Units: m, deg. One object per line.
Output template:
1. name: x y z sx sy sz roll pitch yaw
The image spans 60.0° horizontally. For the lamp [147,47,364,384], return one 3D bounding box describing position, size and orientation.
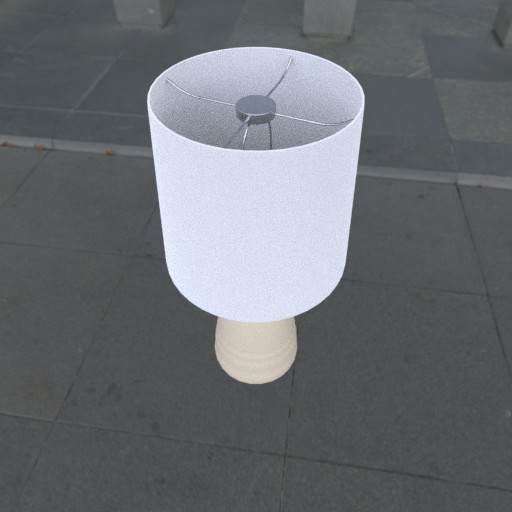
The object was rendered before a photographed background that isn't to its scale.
1. lamp: 0.000 0.000 0.473 0.186 0.369 0.186 0 47 0
